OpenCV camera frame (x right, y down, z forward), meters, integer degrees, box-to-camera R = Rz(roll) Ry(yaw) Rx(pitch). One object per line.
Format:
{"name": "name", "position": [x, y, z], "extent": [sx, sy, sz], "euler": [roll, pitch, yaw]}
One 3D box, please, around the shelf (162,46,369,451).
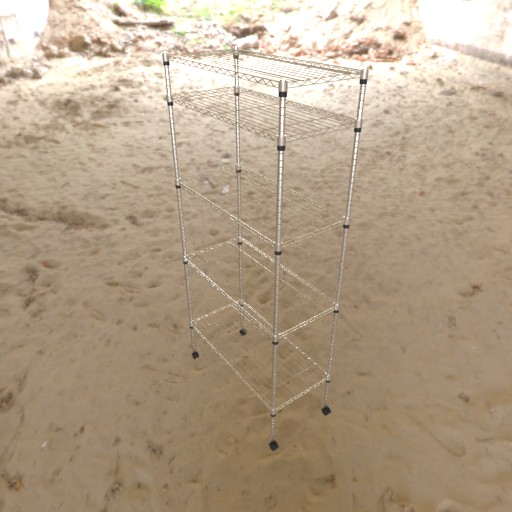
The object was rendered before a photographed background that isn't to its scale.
{"name": "shelf", "position": [0.000, 0.000, 1.946], "extent": [0.356, 1.587, 0.762], "euler": [-21, 37, -30]}
